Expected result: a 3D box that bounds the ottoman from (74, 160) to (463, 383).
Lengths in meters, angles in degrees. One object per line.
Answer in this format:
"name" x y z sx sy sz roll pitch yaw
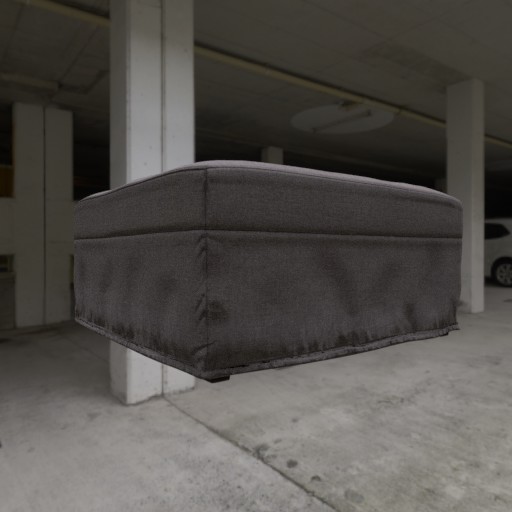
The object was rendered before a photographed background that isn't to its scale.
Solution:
"ottoman" 0.000 0.000 1.300 0.840 0.436 0.843 0 1 -36
